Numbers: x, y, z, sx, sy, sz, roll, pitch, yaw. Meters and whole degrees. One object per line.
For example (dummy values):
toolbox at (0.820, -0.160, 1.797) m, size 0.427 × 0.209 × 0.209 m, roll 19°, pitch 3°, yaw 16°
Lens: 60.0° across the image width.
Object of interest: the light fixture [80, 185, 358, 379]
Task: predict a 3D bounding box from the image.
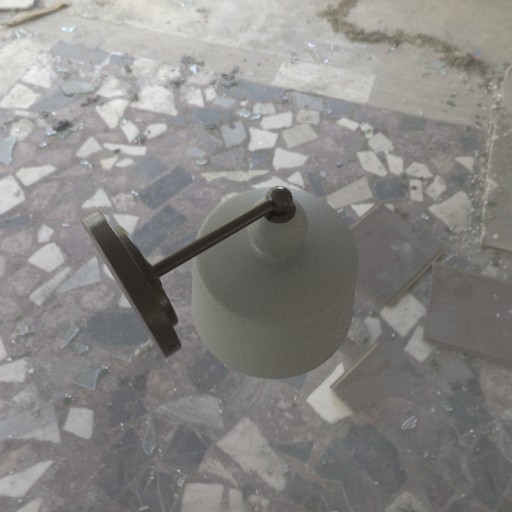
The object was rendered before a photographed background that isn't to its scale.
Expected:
light fixture at (0.000, 0.000, 0.443) m, size 0.254 × 0.268 × 0.204 m, roll -32°, pitch 64°, yaw -18°
